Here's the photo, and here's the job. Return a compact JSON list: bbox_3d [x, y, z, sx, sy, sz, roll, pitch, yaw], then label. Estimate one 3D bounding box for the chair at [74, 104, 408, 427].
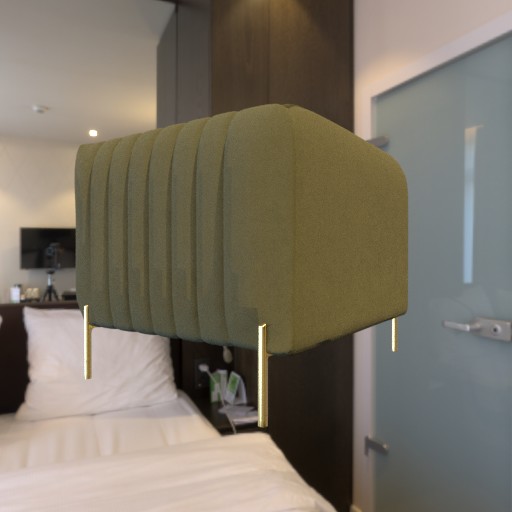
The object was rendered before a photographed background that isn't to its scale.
[{"bbox_3d":[0.000,0.000,1.655,0.877,0.794,1.032,0,0,35],"label":"chair"}]
